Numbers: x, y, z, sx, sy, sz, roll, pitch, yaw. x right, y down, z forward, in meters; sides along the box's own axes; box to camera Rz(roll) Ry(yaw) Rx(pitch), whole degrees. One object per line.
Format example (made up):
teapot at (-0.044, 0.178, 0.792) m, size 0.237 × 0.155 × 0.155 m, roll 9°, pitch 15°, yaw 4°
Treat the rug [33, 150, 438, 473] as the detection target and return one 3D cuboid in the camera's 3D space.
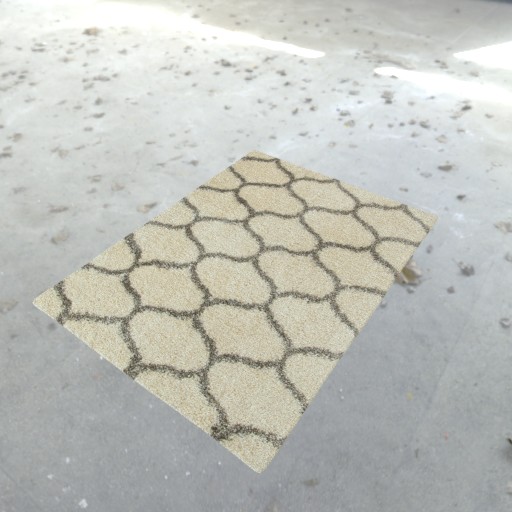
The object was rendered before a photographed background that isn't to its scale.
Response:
rug at (0.000, 0.000, 2.099) m, size 1.200 × 0.025 × 1.600 m, roll 26°, pitch 48°, yaw 26°
